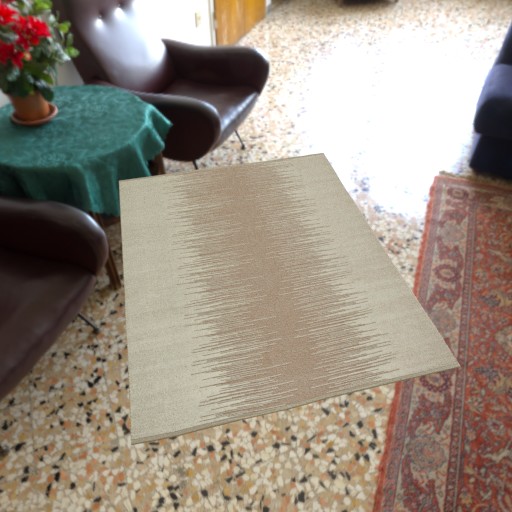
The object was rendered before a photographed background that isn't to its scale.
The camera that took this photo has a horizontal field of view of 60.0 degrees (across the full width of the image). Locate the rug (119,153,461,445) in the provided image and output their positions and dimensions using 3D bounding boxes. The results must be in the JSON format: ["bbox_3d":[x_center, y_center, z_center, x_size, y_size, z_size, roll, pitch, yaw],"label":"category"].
[{"bbox_3d":[0.000,0.000,4.163,2.438,0.013,3.048,-10,46,-10],"label":"rug"}]
